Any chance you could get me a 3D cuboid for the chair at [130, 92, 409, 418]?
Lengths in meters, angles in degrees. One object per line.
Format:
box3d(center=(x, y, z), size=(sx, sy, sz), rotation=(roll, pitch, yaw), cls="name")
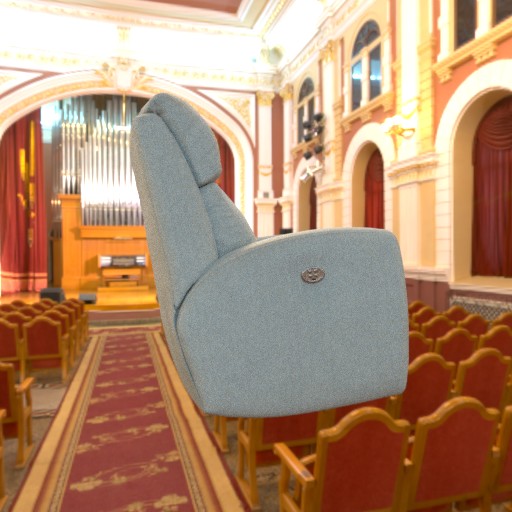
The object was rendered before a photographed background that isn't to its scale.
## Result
box3d(center=(0.000, 0.000, 1.716), size=(0.940, 1.016, 0.794), rotation=(0, 0, -16), cls="chair")
